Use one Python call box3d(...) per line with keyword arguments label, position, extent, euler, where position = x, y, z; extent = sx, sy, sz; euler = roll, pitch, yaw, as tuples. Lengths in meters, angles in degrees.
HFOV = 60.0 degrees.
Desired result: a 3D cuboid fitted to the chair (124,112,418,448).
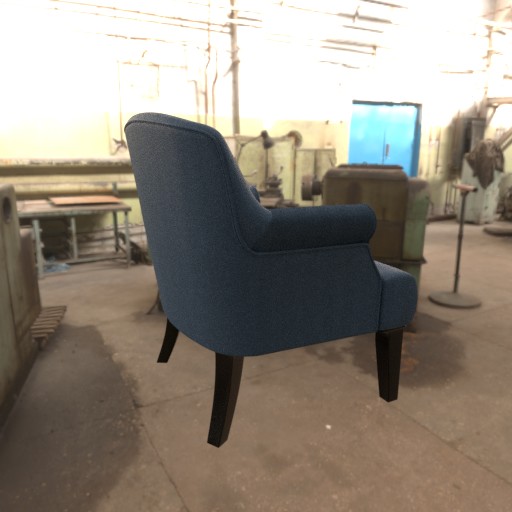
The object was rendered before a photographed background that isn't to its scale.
box3d(label="chair", position=(0.000, 0.000, 1.463), extent=(0.754, 0.878, 0.770), euler=(-7, 15, -26))
